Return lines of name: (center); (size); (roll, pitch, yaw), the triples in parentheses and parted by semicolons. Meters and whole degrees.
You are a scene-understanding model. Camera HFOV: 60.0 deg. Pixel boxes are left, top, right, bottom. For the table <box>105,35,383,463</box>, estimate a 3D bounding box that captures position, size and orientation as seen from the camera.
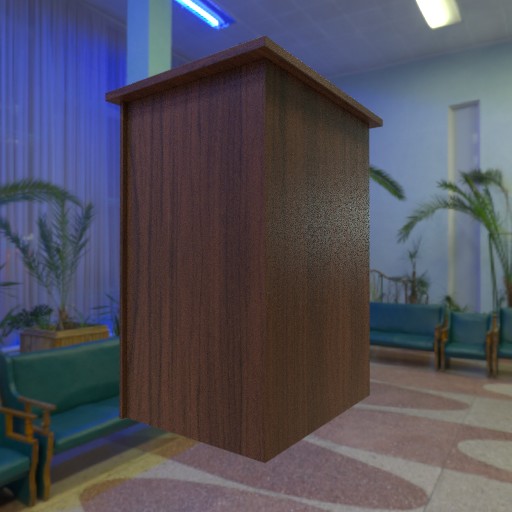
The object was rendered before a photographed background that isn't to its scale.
table: (0.000, 0.000, 0.945); (0.381, 0.636, 0.480); (0, -1, 36)
